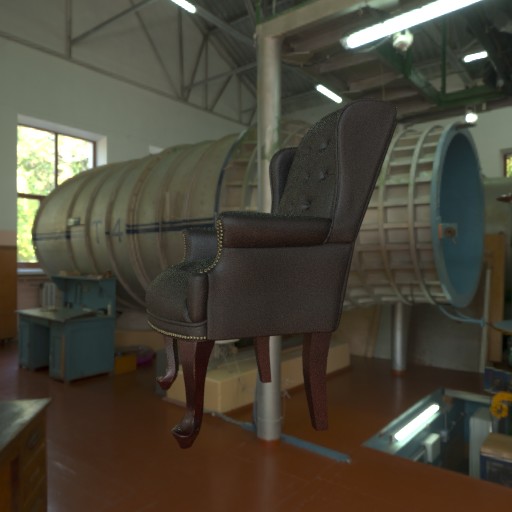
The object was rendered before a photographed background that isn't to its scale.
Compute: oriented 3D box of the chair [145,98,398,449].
[{"bbox_3d":[0.000,0.000,1.693,0.822,1.133,0.831,0,0,-17],"label":"chair"}]
